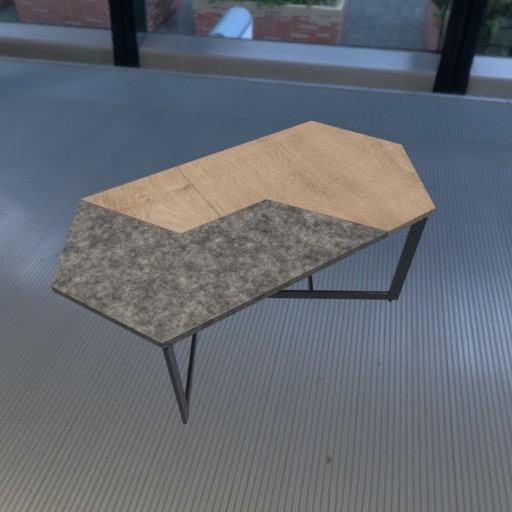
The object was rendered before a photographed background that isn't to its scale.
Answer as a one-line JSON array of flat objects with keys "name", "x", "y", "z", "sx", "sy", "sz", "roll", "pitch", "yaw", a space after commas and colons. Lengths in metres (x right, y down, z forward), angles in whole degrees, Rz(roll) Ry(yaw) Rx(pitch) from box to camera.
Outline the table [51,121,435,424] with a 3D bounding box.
[{"name": "table", "x": 0.000, "y": 0.000, "z": 1.502, "sx": 1.219, "sy": 0.457, "sz": 0.609, "roll": -24, "pitch": 51, "yaw": -22}]
